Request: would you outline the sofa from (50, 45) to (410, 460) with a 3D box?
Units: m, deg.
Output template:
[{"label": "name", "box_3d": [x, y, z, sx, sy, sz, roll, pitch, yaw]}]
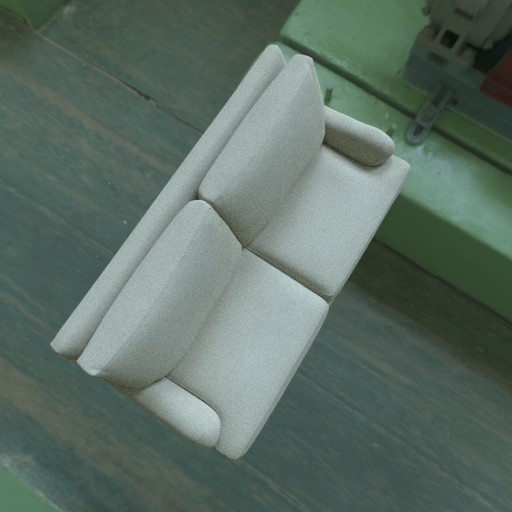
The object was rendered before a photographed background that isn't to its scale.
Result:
[{"label": "sofa", "box_3d": [0.000, 0.000, 2.620, 1.091, 0.997, 2.070, 32, 78, 7]}]
